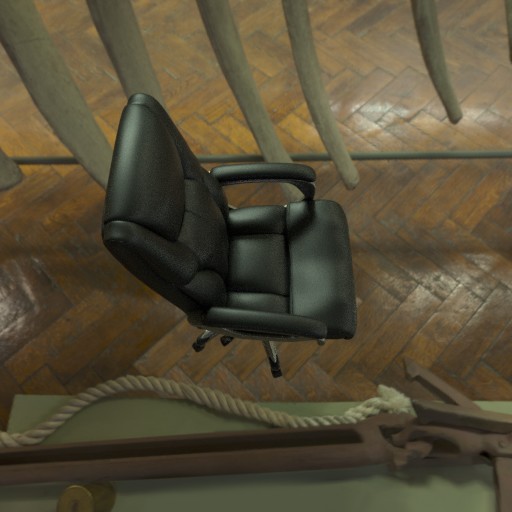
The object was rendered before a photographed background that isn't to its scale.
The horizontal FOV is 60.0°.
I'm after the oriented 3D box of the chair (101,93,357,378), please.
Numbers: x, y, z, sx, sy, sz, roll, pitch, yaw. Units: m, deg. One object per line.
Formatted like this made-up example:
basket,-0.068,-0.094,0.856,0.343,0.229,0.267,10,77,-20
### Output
chair,0.000,0.000,1.609,0.739,1.155,0.663,0,64,0
